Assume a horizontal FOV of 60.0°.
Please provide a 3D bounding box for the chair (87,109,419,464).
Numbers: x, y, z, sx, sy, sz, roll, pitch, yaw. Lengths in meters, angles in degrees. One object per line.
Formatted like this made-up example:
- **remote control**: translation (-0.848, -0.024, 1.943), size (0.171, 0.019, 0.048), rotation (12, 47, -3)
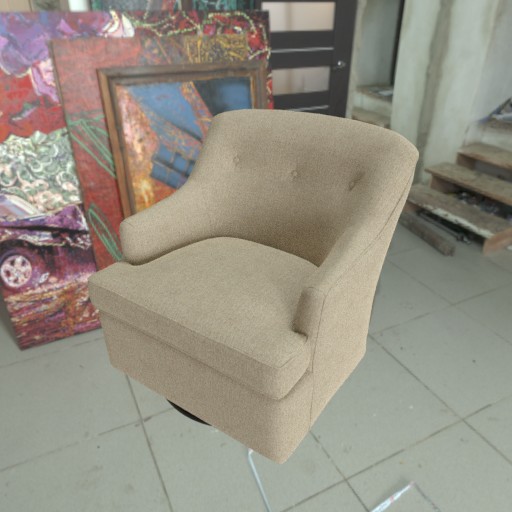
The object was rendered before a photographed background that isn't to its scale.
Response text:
- **chair**: translation (0.000, 0.000, 1.604), size (0.864, 0.856, 0.923), rotation (19, 35, 29)
